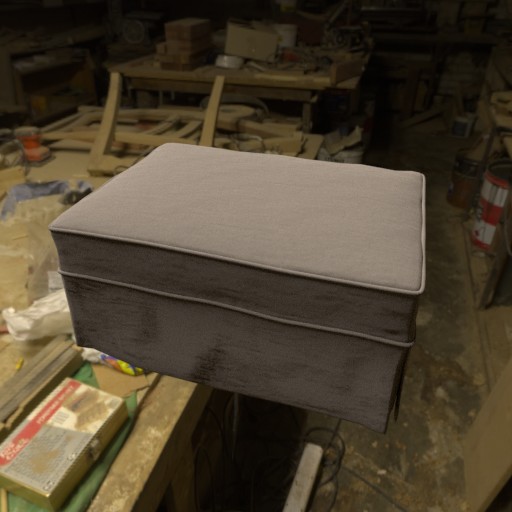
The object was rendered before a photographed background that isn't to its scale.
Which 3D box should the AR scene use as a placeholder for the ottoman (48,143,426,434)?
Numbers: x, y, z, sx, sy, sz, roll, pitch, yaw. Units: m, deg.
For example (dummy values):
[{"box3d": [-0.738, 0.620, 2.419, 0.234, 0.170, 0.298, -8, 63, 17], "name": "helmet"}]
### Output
[{"box3d": [0.000, 0.000, 1.332, 0.944, 0.479, 0.703, 10, 34, 15], "name": "ottoman"}]
